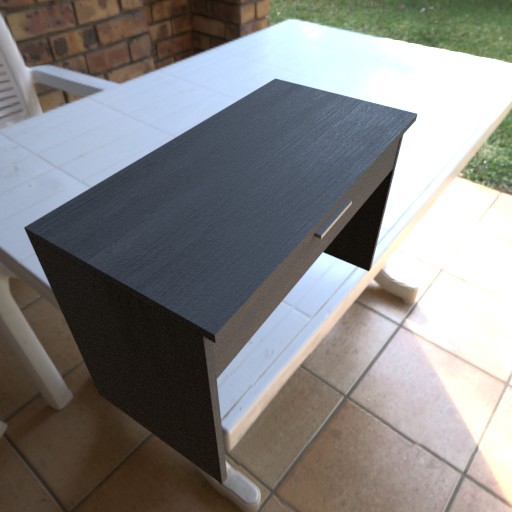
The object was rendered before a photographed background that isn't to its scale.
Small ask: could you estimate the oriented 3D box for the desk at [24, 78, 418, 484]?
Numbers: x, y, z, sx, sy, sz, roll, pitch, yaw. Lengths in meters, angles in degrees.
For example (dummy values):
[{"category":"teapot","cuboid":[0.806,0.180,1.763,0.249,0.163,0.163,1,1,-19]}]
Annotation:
[{"category":"desk","cuboid":[0.000,0.000,1.494,0.557,0.729,1.099,24,48,24]}]
